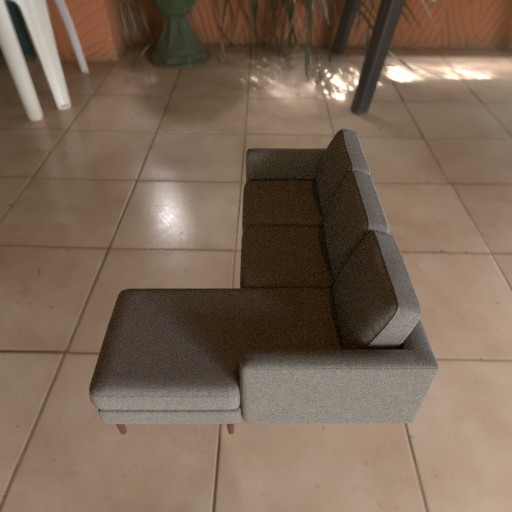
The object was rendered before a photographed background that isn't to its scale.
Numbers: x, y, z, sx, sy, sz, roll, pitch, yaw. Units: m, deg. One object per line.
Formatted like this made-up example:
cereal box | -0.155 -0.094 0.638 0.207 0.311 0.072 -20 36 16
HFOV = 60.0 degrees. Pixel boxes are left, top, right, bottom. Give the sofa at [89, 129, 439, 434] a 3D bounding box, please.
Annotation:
sofa | 0.000 0.000 2.906 1.667 0.957 2.055 0 42 0
